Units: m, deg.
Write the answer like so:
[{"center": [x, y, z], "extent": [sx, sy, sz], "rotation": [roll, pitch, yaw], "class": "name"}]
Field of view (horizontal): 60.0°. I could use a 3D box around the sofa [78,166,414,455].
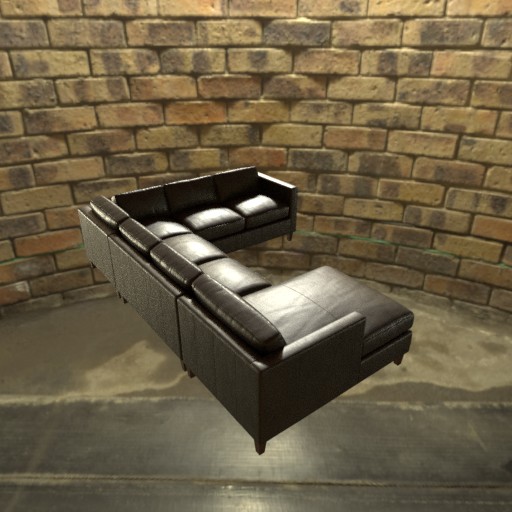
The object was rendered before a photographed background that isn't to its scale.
[{"center": [0.000, 0.000, 4.505], "extent": [2.452, 0.891, 3.324], "rotation": [-19, 33, -32], "class": "sofa"}]
